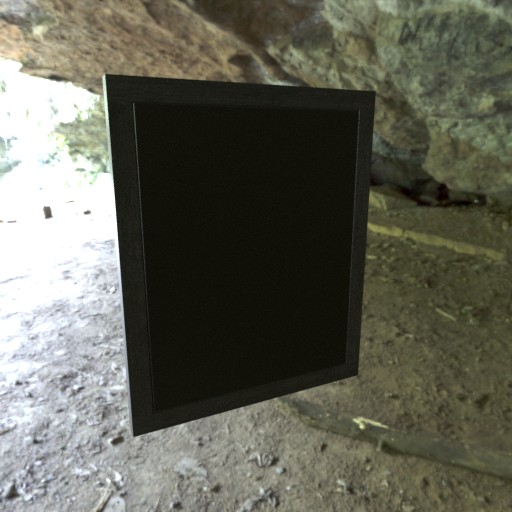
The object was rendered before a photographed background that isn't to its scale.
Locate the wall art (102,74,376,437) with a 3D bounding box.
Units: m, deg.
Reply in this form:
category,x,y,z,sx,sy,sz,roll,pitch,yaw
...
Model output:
category,x,y,z,sx,sy,sz,roll,pitch,yaw
wall art,0.000,0.000,0.799,0.479,0.580,0.027,-7,16,-25
